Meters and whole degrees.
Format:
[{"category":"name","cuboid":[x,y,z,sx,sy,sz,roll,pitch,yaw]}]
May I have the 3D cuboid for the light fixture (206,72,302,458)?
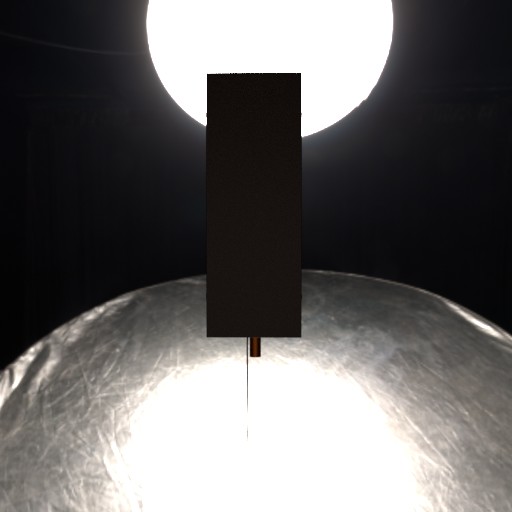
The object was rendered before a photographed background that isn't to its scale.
[{"category":"light fixture","cuboid":[0.000,0.000,0.957,0.162,0.715,0.499,0,1,1]}]
